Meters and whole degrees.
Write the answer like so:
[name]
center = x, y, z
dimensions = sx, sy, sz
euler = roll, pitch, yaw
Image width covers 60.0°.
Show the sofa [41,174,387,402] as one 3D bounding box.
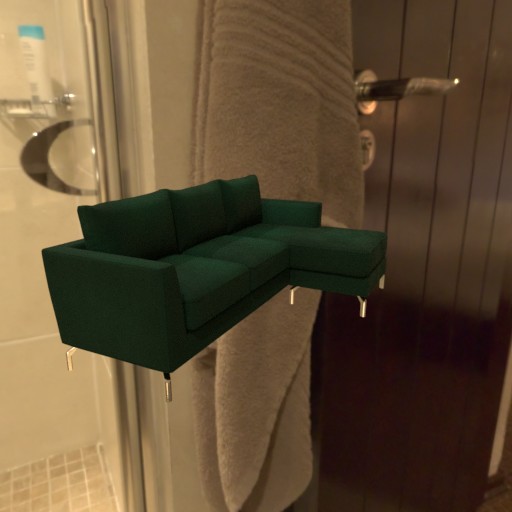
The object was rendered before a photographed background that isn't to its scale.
[sofa]
center = 0.000, 0.000, 3.263
dimensions = 1.489, 1.007, 2.441
euler = 7, 17, 26
